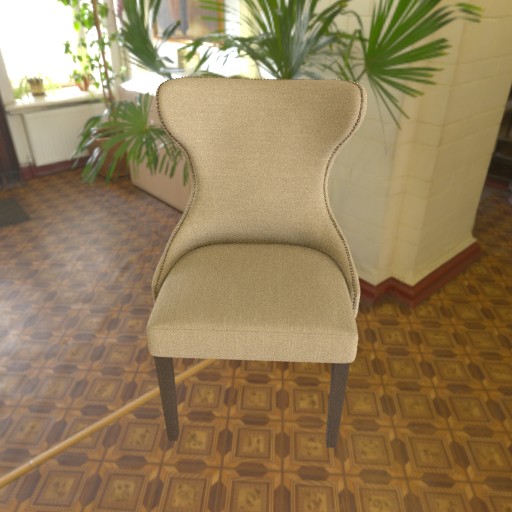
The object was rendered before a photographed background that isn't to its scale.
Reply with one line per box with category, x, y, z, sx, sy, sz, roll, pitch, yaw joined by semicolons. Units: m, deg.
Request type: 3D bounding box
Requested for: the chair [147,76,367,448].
chair;0.000;0.000;1.365;0.628;0.967;0.635;1;31;2
